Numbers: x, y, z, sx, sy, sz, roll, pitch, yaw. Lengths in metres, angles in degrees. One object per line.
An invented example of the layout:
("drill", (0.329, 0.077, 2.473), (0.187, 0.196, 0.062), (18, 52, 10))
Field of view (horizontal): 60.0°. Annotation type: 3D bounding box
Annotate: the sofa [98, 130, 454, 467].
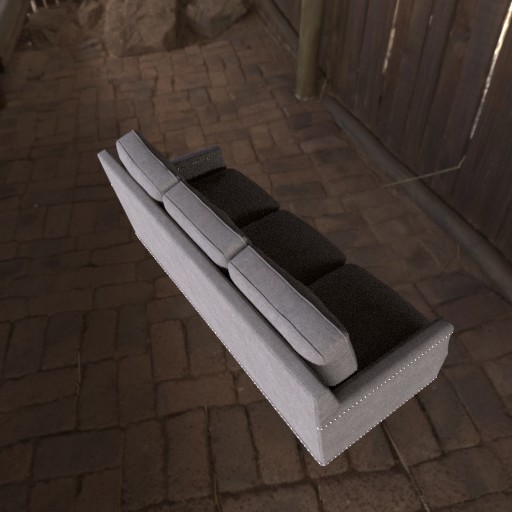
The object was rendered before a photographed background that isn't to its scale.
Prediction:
("sofa", (0.000, 0.000, 2.746), (1.034, 1.042, 2.226), (-26, 48, -25))
